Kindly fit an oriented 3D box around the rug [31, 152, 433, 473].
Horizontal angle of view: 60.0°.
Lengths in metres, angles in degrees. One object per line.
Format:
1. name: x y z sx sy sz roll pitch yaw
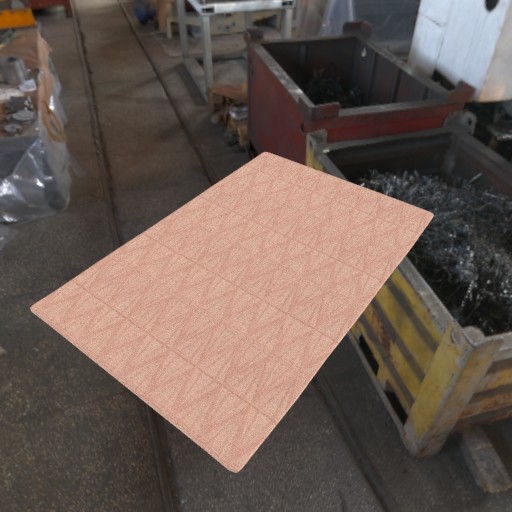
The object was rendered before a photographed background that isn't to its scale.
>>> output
1. rug: 0.000 0.000 2.998 1.609 0.015 2.390 27 48 27
